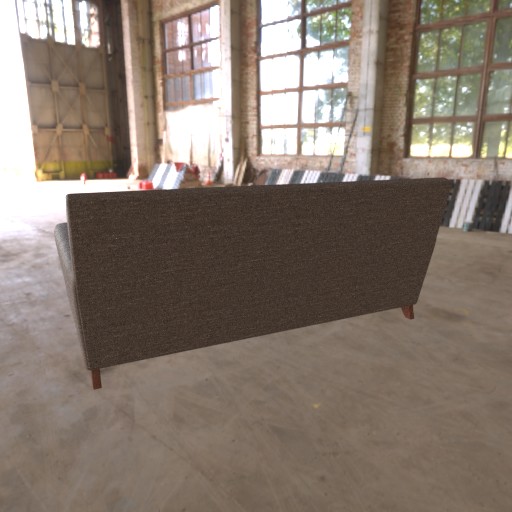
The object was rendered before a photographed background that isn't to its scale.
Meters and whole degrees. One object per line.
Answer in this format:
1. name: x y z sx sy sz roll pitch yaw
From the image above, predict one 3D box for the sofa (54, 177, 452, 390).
1. sofa: 0.000 0.000 2.439 1.976 0.846 0.875 -7 16 -25
